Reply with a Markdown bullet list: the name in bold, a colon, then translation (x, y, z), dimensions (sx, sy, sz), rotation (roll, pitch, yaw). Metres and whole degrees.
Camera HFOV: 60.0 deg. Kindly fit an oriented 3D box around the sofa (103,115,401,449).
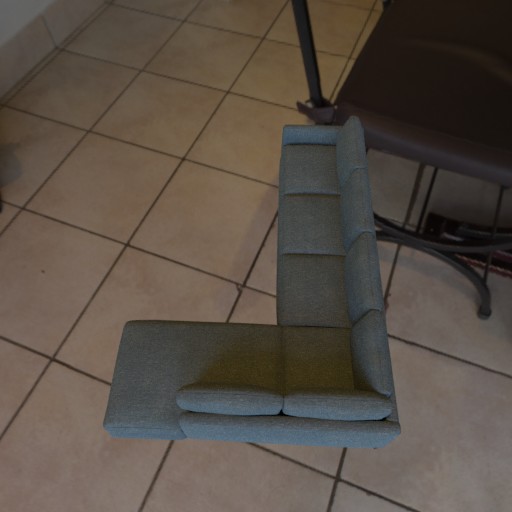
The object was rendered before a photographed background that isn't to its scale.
- **sofa**: translation (0.000, 0.000, 3.804), dimensions (2.007, 0.815, 2.949), rotation (2, 57, 1)
